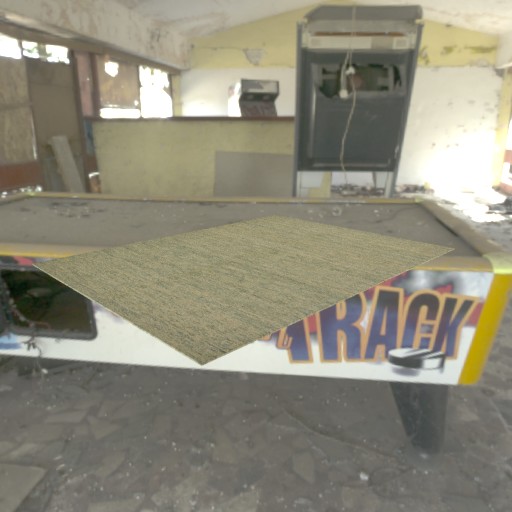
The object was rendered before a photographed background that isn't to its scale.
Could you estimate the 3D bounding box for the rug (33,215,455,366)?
[{"bbox_3d":[0.000,0.000,4.199,3.201,0.014,2.437,-16,23,-42],"label":"rug"}]
